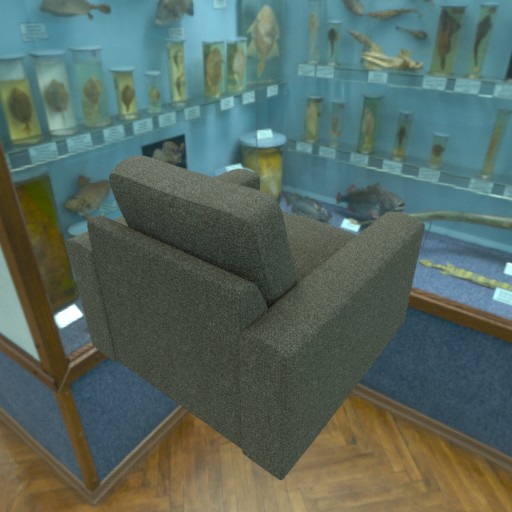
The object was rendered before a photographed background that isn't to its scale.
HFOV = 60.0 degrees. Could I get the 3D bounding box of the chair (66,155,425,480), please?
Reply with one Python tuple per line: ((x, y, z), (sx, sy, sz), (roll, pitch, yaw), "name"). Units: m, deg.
((0.000, 0.000, 1.776), (1.005, 0.873, 1.016), (22, 38, 32), "chair")
